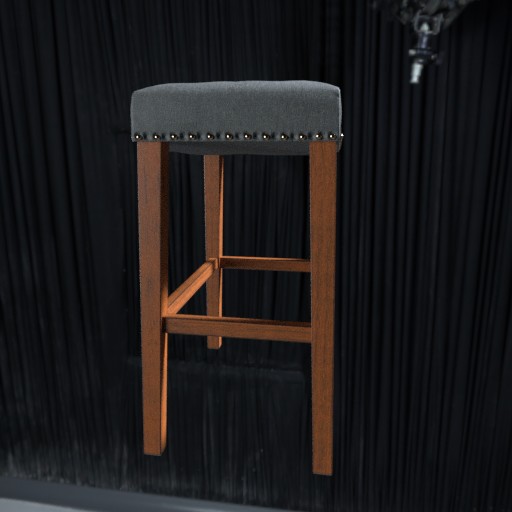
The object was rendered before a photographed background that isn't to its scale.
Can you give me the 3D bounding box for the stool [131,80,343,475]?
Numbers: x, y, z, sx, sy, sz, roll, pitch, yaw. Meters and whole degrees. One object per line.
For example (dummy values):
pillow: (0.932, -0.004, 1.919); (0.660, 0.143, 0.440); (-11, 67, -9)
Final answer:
stool: (0.000, 0.000, 0.875); (0.320, 0.612, 0.439); (2, 14, 9)
